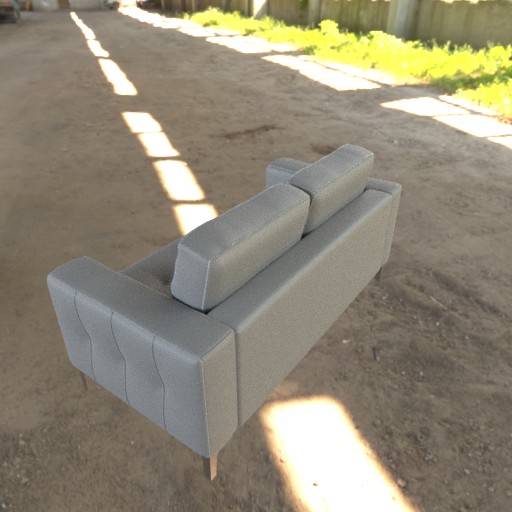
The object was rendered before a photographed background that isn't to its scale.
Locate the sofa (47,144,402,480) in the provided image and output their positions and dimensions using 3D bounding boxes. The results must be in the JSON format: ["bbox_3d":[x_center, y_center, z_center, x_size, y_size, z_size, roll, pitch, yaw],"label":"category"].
[{"bbox_3d":[0.000,0.000,2.194,0.833,0.892,1.726,21,37,30],"label":"sofa"}]
